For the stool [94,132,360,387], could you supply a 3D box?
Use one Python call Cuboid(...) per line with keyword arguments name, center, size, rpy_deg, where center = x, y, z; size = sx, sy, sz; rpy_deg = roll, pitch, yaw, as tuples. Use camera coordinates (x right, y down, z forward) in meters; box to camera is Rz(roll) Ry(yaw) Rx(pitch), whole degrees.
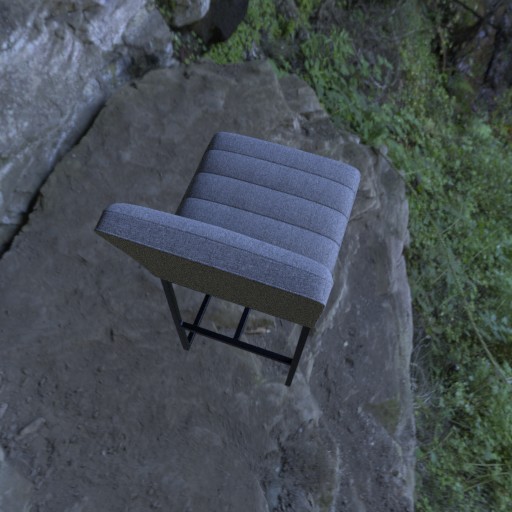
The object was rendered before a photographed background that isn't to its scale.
Cuboid(name="stool", center=(0.000, 0.000, 1.346), size=(0.459, 1.034, 0.571), rpy_deg=(17, 65, 9))
